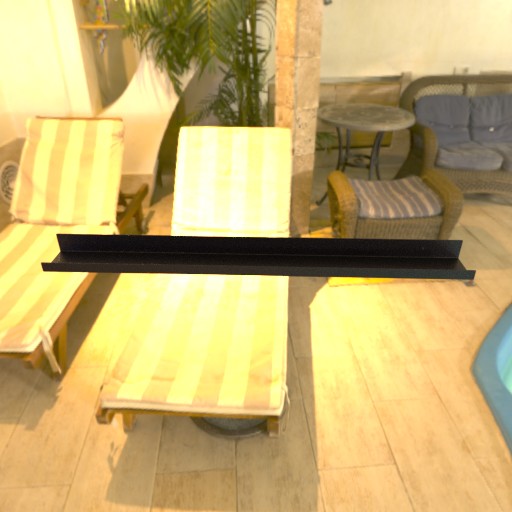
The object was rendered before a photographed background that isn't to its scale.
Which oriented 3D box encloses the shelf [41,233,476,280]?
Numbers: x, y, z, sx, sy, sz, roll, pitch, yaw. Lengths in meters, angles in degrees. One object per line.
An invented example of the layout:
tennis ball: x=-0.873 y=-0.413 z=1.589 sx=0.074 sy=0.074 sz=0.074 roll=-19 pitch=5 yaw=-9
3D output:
shelf: x=0.000 y=0.000 z=0.979 sx=0.924 sy=0.049 sz=0.092 roll=1 pitch=30 yaw=2
